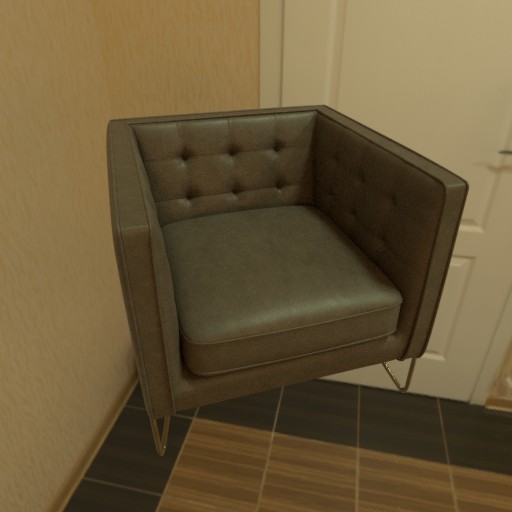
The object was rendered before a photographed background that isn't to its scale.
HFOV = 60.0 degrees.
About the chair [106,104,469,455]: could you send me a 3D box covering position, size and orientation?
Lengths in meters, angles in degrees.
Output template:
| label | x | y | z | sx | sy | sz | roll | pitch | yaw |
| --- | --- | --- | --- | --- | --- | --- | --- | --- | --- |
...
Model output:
| label | x | y | z | sx | sy | sz | roll | pitch | yaw |
| --- | --- | --- | --- | --- | --- | --- | --- | --- | --- |
| chair | 0.000 | 0.000 | 1.533 | 0.880 | 0.790 | 0.894 | -9 | 32 | -14 |
